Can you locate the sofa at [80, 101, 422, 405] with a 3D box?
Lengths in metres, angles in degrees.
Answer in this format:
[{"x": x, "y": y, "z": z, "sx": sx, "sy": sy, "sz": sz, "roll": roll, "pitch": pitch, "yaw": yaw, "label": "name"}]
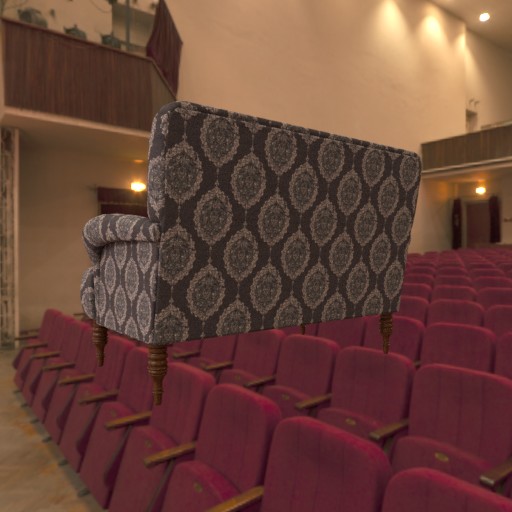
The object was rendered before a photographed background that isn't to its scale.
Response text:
[{"x": 0.000, "y": 0.000, "z": 1.823, "sx": 1.297, "sy": 0.867, "sz": 0.779, "roll": -1, "pitch": 1, "yaw": -37, "label": "sofa"}]
